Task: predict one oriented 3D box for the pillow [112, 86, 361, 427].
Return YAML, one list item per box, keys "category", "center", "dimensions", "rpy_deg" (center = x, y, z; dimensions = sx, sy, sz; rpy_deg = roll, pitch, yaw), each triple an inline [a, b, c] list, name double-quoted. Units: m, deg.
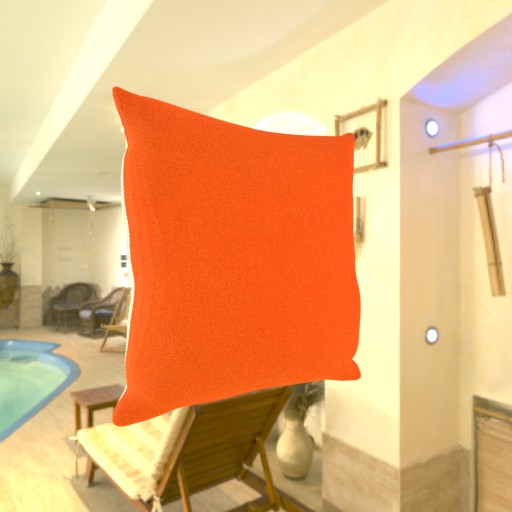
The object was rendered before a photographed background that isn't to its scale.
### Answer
- category: "pillow"
  center: [0.000, 0.000, 0.679]
  dimensions: [0.440, 0.441, 0.182]
  rpy_deg: [0, 0, -34]
